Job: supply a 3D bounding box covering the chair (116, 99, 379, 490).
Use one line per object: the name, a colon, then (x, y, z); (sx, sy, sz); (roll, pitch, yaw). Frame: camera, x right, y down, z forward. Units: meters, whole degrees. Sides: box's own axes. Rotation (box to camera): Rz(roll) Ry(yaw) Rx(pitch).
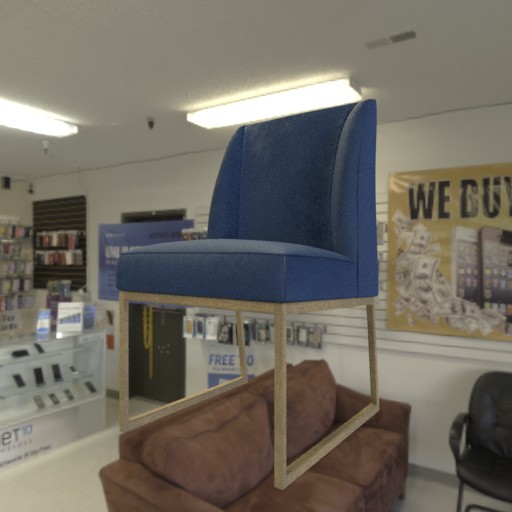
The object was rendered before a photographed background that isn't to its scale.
chair: (0.000, 0.000, 1.156); (0.508, 0.863, 0.522); (0, 1, 35)
